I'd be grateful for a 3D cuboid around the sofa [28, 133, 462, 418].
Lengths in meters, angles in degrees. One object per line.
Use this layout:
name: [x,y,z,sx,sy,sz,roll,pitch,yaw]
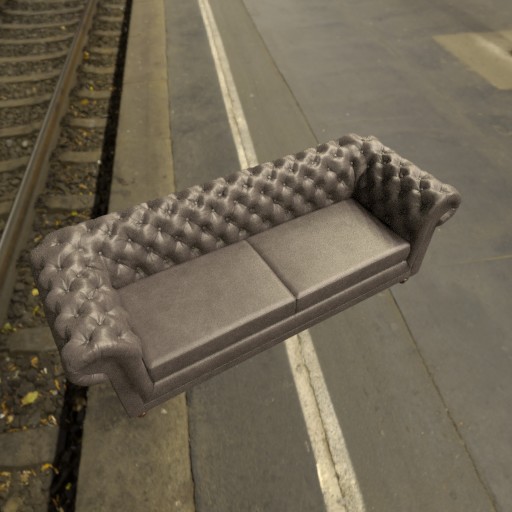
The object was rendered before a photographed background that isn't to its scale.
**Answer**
sofa: [0.000,0.000,2.737,2.385,0.783,0.944,-23,49,-21]
